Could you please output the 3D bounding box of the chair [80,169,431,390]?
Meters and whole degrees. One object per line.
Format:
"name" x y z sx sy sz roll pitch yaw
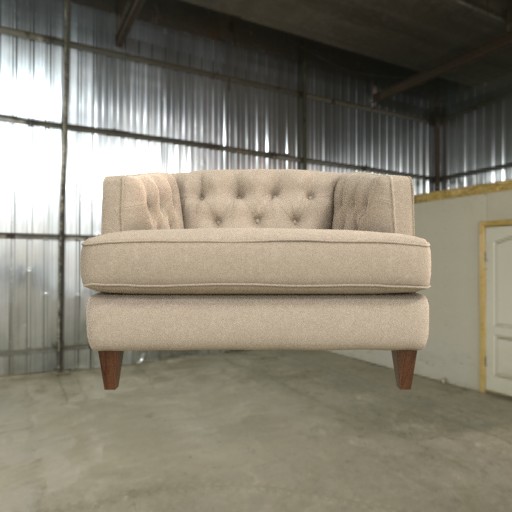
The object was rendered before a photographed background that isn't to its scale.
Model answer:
"chair" 0.000 0.000 1.783 1.104 0.852 0.941 0 0 0
